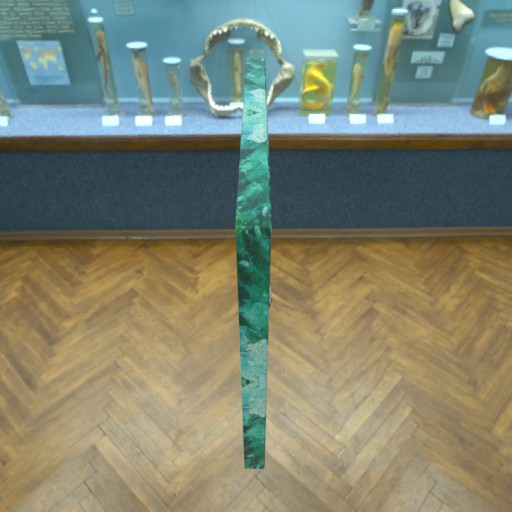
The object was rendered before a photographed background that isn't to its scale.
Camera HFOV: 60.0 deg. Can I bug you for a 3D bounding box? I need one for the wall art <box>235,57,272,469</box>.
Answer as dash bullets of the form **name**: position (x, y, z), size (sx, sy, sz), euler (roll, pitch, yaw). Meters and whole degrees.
- **wall art**: position (0.000, 0.000, 0.768), size (0.038, 0.508, 0.507), euler (0, 41, 0)
